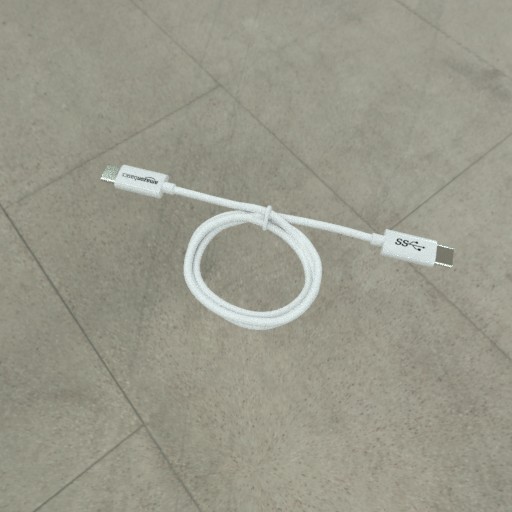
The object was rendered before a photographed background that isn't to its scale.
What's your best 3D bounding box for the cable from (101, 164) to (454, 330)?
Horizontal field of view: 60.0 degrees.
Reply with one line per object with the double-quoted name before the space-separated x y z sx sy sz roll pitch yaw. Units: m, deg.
"cable" 0.000 0.000 0.215 0.186 0.014 0.070 14 65 7
